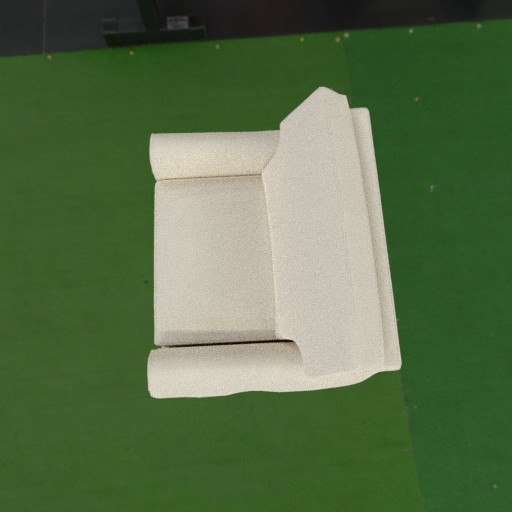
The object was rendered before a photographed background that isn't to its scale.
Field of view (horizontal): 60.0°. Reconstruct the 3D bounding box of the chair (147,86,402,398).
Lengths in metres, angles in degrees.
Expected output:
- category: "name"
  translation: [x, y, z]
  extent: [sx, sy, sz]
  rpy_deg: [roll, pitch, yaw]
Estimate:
- category: "chair"
  translation: [0.000, 0.000, 1.854]
  extent: [0.904, 0.958, 1.099]
  rpy_deg: [-3, 75, -1]
